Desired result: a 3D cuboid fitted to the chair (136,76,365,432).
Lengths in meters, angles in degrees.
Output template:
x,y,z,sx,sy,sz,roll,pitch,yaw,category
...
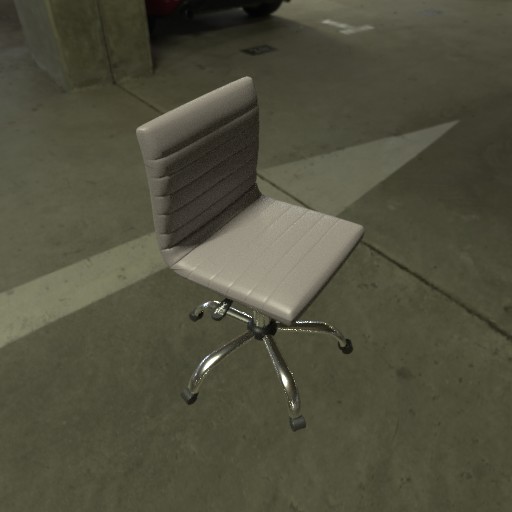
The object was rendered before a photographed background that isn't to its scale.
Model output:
x,y,z,sx,sy,sz,roll,pitch,yaw,category
0.000,0.000,1.172,0.530,0.780,0.556,23,45,25,chair
